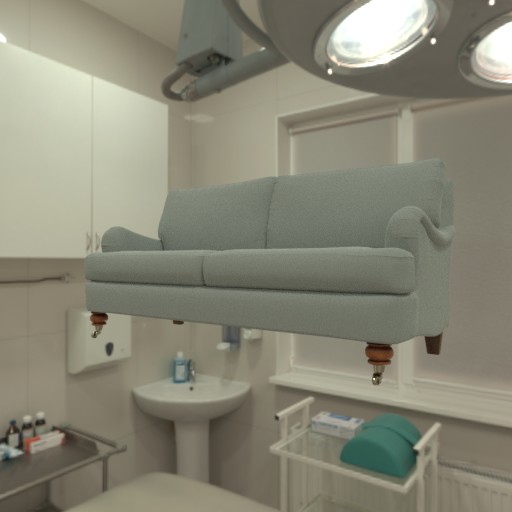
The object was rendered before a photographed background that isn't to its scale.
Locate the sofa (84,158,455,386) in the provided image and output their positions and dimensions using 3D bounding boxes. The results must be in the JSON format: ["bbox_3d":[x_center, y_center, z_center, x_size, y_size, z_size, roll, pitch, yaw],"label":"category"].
[{"bbox_3d":[0.000,0.000,2.785,2.193,1.096,1.069,0,-1,35],"label":"sofa"}]
